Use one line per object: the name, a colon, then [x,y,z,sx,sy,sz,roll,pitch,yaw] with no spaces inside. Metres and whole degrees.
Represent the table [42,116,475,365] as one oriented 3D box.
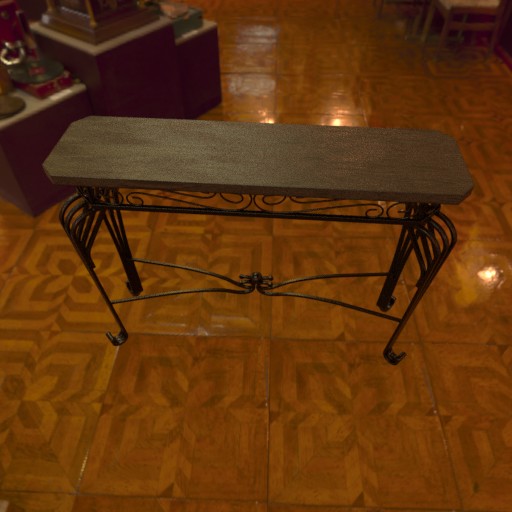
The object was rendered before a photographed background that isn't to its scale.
table: [0.000,0.000,1.457,1.112,0.800,0.329,3,47,3]
